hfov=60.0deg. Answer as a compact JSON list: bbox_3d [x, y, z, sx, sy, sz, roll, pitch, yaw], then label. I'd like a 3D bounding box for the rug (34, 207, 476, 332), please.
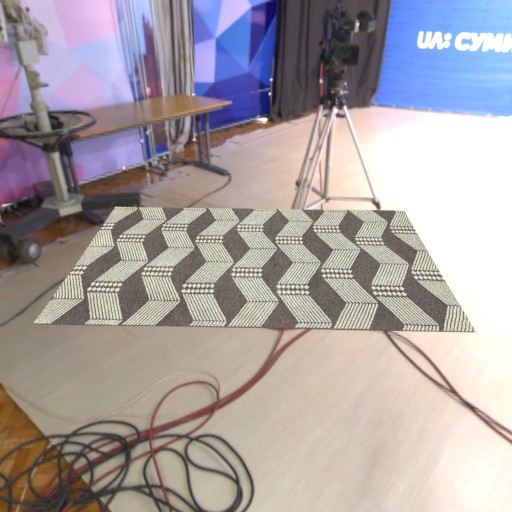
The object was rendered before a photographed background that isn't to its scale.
[{"bbox_3d":[0.000,0.000,3.082,2.435,0.011,1.517,1,31,1],"label":"rug"}]
